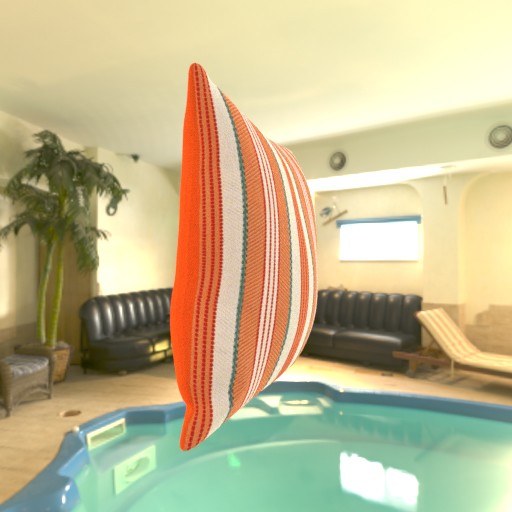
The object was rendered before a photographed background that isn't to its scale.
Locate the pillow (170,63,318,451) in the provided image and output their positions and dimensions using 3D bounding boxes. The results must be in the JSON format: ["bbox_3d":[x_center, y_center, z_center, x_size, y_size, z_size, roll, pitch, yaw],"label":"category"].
[{"bbox_3d":[0.000,0.000,0.697,0.182,0.441,0.440,0,0,20],"label":"pillow"}]
